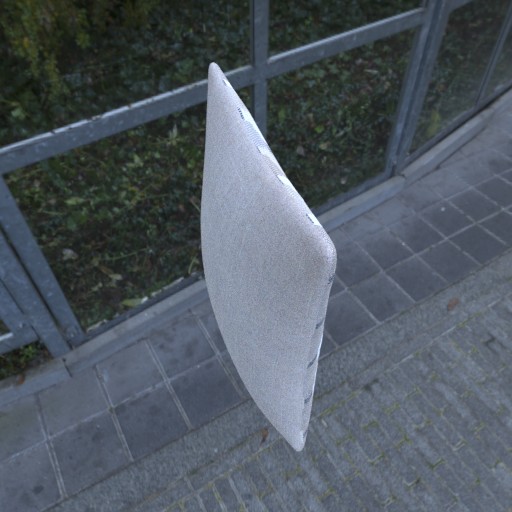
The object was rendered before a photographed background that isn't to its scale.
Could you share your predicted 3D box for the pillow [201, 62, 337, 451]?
[{"bbox_3d":[0.000,0.000,0.866,0.192,0.558,0.578,-13,48,-12],"label":"pillow"}]
